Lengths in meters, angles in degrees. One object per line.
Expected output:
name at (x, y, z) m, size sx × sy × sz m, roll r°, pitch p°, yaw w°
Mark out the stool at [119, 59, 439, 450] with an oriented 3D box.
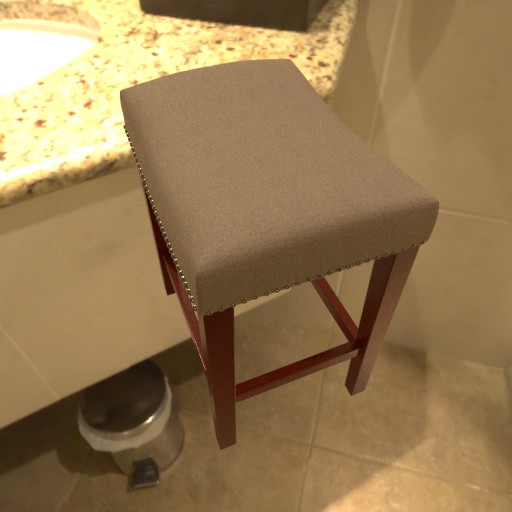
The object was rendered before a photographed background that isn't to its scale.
stool at (0.000, 0.000, 0.941) m, size 0.375 × 0.632 × 0.509 m, roll -17°, pitch 50°, yaw -15°
